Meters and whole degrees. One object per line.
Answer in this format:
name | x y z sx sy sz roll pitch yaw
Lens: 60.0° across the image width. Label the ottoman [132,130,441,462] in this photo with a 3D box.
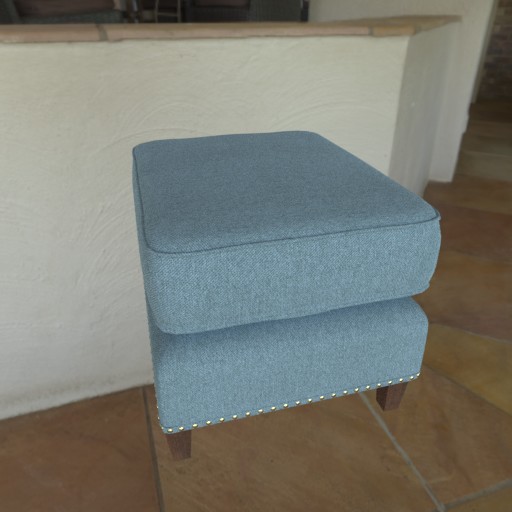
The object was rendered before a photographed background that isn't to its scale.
ottoman | 0.000 0.000 1.153 0.589 0.537 0.738 -8 30 -13
